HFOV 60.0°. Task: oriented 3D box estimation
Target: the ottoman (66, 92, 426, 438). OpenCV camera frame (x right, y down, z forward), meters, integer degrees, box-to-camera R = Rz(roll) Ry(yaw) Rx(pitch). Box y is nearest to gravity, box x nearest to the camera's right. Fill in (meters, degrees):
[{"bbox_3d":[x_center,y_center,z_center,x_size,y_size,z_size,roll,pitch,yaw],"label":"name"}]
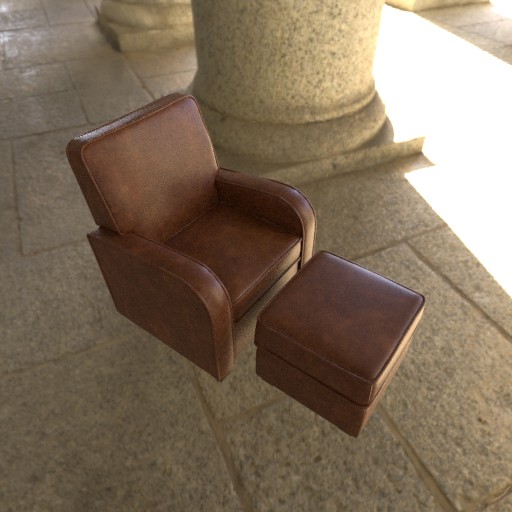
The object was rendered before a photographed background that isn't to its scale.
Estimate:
[{"bbox_3d":[0.000,0.000,1.819,1.314,0.904,0.732,26,49,26],"label":"ottoman"}]
